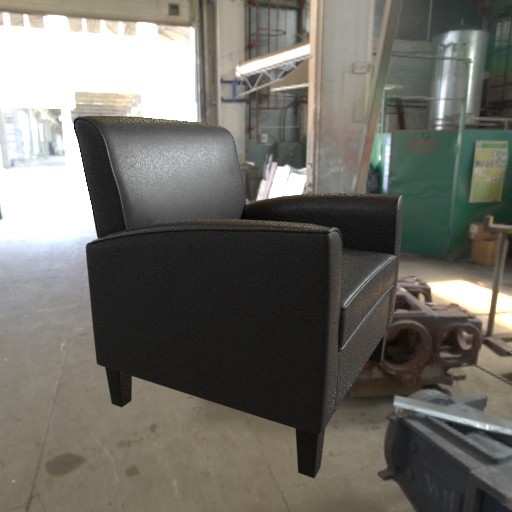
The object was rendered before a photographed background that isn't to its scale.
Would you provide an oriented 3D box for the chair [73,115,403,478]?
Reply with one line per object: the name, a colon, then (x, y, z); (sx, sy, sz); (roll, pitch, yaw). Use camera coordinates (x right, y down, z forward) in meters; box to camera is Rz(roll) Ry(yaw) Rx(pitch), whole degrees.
chair: (0.000, 0.000, 1.507); (0.819, 0.916, 0.820); (7, 16, 28)
